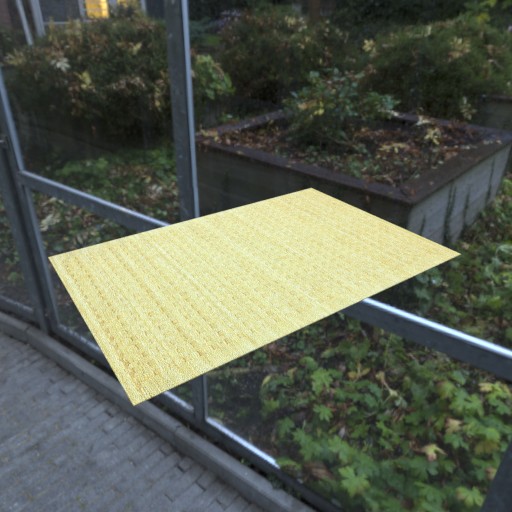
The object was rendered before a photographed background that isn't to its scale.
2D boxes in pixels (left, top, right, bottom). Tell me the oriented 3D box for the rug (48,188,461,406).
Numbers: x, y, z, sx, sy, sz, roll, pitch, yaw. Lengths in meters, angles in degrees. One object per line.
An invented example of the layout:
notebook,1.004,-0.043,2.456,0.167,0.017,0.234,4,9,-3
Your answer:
rug,0.000,0.000,2.952,2.286,0.006,1.524,-19,34,-30
